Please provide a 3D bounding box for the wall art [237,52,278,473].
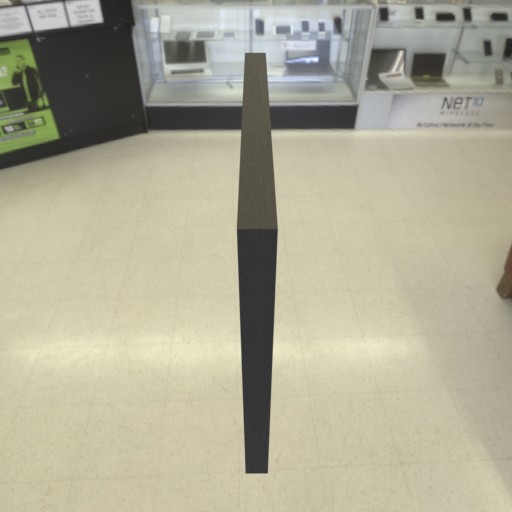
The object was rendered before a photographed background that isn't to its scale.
[{"bbox_3d":[0.000,0.000,0.755,0.037,0.507,0.509,0,41,0],"label":"wall art"}]
